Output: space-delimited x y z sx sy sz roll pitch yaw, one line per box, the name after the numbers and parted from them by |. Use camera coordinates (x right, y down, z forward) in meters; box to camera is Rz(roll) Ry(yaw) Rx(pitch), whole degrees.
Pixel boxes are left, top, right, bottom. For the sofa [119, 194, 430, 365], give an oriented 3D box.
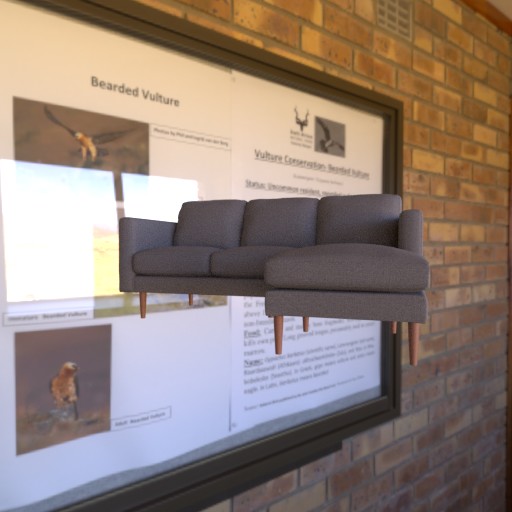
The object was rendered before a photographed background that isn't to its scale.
0.000 0.000 2.865 2.031 0.897 1.591 0 1 19 | sofa
